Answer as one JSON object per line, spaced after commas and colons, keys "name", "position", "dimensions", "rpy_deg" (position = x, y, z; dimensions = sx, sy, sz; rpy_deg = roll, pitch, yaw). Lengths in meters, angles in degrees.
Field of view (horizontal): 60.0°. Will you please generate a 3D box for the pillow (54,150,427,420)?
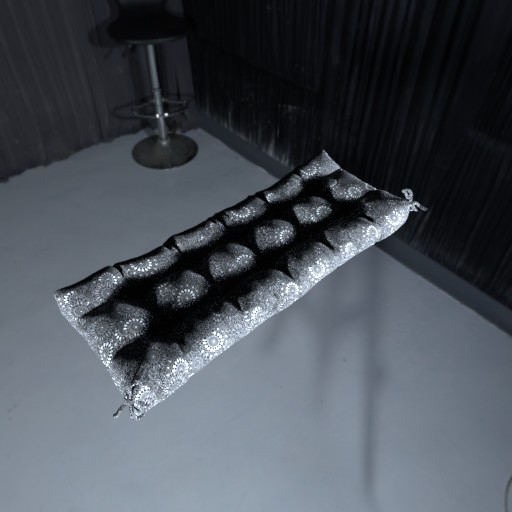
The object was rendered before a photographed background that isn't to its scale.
{"name": "pillow", "position": [0.000, 0.000, 1.402], "dimensions": [1.194, 0.174, 0.511], "rpy_deg": [-32, 54, -27]}
